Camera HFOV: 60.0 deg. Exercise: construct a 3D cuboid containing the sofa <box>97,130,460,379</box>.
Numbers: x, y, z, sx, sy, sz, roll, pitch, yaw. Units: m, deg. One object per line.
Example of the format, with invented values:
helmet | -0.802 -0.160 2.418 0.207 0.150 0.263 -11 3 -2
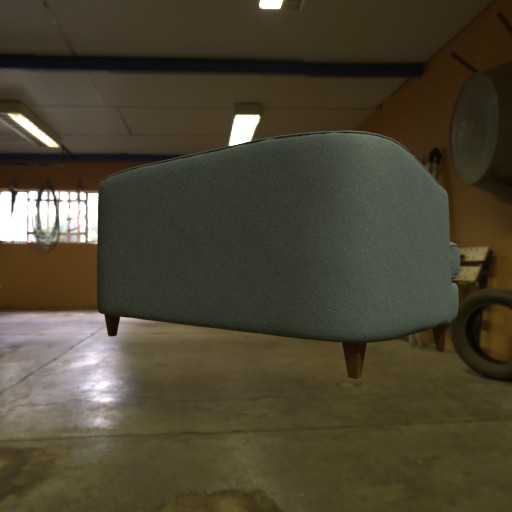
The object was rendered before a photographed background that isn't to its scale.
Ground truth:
sofa | 0.000 0.000 2.231 1.733 0.855 0.941 -1 -2 38
